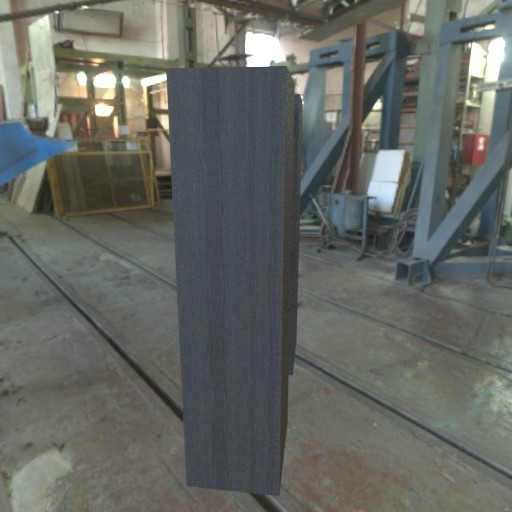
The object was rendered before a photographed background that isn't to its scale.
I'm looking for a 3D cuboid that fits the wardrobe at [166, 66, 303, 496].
[{"bbox_3d":[0.000,0.000,2.836,0.480,2.000,1.770,2,15,8],"label":"wardrobe"}]
